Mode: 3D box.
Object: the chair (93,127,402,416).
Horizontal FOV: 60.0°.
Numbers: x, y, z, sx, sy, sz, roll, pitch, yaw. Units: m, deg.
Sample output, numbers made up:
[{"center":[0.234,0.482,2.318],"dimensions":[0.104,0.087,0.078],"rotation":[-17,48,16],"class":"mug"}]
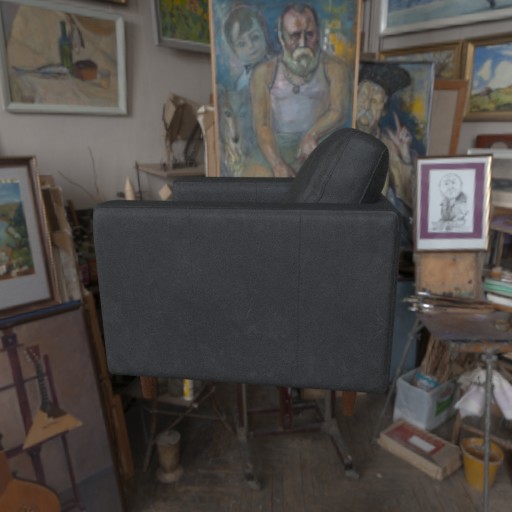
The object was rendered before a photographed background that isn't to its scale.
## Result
[{"center":[0.000,0.000,1.617],"dimensions":[0.879,0.898,0.831],"rotation":[2,16,8],"class":"chair"}]
